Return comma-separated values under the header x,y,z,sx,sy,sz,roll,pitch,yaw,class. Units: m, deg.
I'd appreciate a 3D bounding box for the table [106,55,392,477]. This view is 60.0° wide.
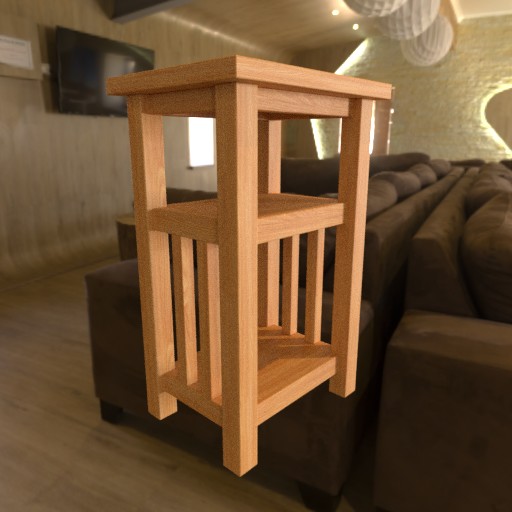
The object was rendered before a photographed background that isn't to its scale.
x,y,z,sx,sy,sz,roll,pitch,yaw,class
0.000,0.000,0.745,0.270,0.550,0.350,13,20,41,table
